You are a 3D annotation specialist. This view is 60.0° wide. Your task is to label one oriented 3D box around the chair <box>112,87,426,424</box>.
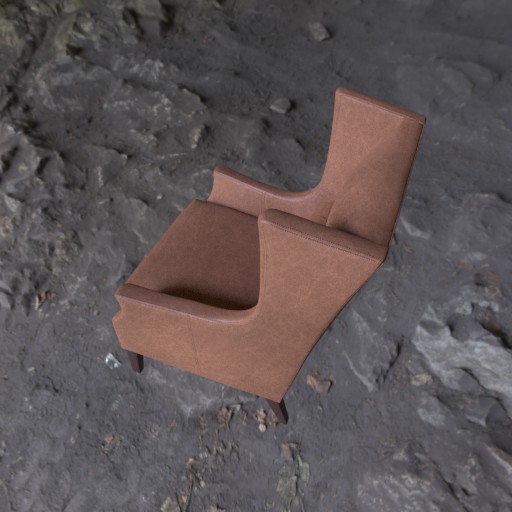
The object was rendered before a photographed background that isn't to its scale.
[{"bbox_3d":[0.000,0.000,1.693,0.913,1.088,0.815,17,49,15],"label":"chair"}]
